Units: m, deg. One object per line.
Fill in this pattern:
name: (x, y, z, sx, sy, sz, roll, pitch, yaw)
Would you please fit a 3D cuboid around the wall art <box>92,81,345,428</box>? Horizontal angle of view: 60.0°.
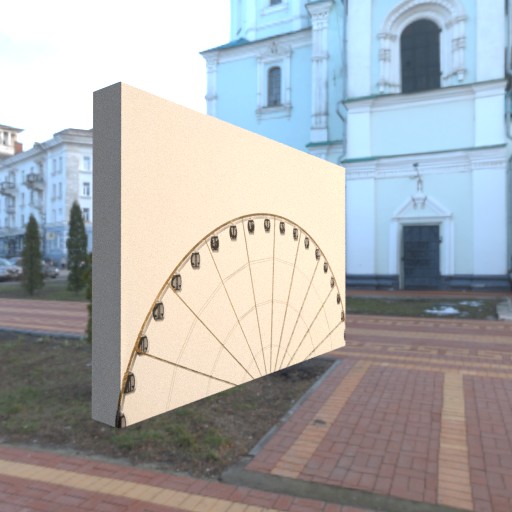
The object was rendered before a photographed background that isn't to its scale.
wall art: (0.000, 0.000, 0.489, 0.039, 0.254, 0.384, 0, 0, 37)
